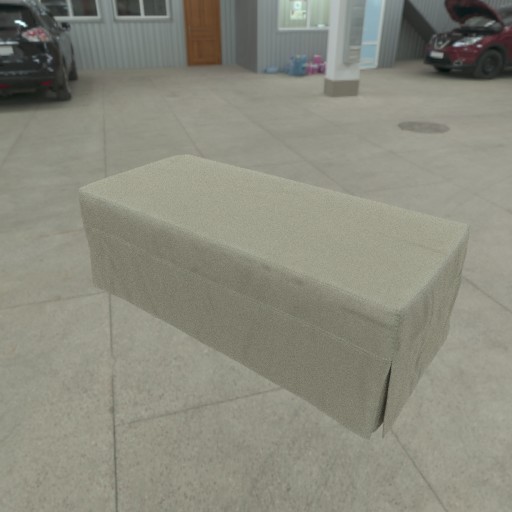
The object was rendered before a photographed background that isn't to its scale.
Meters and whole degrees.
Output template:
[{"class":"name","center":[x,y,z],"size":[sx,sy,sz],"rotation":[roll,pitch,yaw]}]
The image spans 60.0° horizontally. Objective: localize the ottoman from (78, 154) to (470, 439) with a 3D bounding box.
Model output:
[{"class":"ottoman","center":[0.000,0.000,1.709],"size":[1.388,0.457,0.665],"rotation":[21,36,32]}]
